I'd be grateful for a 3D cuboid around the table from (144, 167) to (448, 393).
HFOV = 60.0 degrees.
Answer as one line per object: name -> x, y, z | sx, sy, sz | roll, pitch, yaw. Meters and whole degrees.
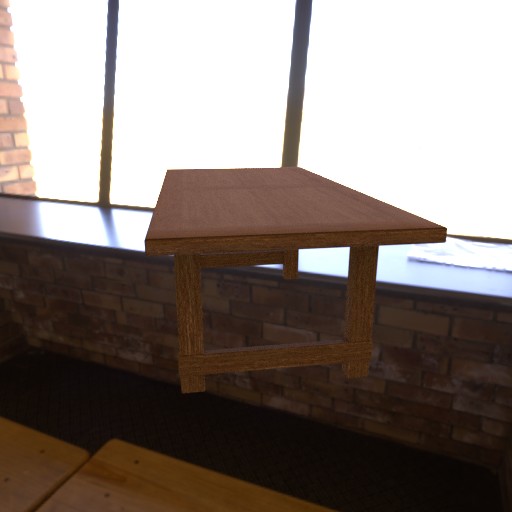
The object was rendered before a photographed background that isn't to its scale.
table -> 0.000, 0.000, 2.464 | 1.000, 0.762, 1.982 | -3, 17, -9
